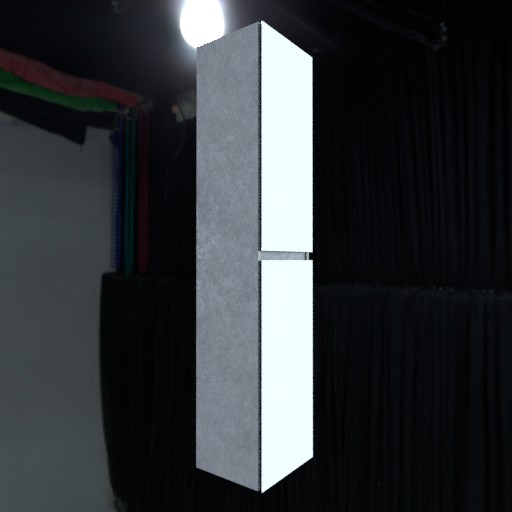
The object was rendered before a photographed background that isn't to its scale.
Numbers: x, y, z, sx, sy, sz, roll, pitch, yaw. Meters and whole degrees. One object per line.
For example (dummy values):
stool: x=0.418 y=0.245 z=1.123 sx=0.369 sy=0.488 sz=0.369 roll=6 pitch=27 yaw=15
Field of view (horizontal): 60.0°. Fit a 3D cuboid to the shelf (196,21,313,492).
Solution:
shelf: x=0.000 y=0.000 z=1.514 sx=0.270 sy=1.400 sz=0.300 roll=0 pitch=-1 yaw=37
